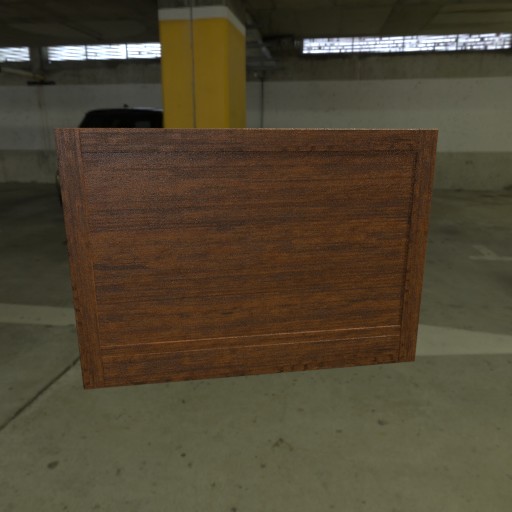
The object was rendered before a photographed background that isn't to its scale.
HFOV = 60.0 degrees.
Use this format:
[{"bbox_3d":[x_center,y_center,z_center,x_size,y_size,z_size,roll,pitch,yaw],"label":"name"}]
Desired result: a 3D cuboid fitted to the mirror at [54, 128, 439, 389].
[{"bbox_3d":[0.000,0.000,0.973,0.758,0.537,0.084,-2,15,-9],"label":"mirror"}]
